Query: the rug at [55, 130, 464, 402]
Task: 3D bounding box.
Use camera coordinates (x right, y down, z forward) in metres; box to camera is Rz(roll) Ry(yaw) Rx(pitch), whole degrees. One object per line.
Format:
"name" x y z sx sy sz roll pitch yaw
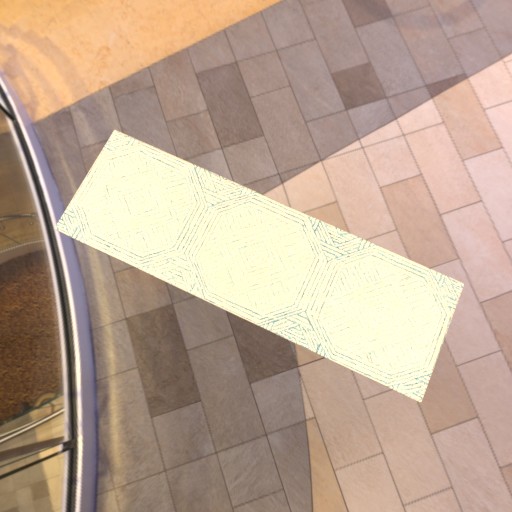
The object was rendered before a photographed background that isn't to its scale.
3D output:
"rug" 0.000 0.000 2.752 2.452 0.012 0.775 25 77 6
